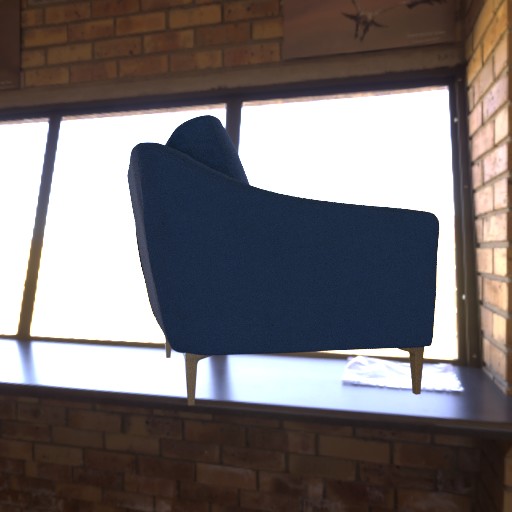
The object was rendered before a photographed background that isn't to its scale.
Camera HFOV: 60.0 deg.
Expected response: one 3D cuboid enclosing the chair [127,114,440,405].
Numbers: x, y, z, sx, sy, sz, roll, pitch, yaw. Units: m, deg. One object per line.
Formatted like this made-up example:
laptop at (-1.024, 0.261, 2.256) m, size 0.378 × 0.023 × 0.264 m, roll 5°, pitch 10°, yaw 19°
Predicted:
chair at (0.000, 0.000, 1.740) m, size 0.961 × 0.899 × 0.987 m, roll 0°, pitch 1°, yaw -18°
